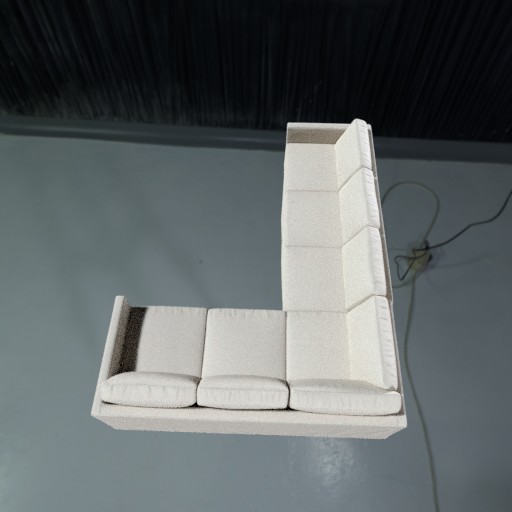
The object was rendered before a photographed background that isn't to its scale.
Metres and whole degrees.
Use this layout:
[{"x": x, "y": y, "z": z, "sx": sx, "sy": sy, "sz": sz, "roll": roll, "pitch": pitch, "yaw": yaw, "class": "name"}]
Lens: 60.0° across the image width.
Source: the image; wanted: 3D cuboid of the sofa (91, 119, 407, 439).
[{"x": 0.000, "y": 0.000, "z": 4.355, "sx": 2.432, "sy": 0.871, "sz": 3.182, "roll": 2, "pitch": 60, "yaw": 1, "class": "sofa"}]
